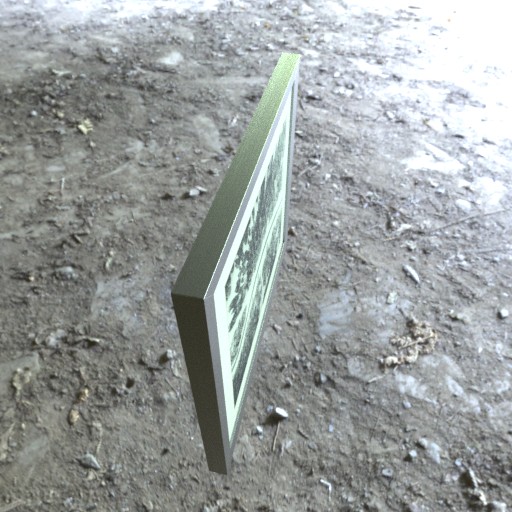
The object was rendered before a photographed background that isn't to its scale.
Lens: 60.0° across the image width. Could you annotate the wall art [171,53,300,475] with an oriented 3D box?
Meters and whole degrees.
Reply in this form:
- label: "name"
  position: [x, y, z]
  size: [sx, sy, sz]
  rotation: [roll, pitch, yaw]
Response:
- label: "wall art"
  position: [0.000, 0.000, 0.748]
  size: [0.032, 0.456, 0.557]
  rotation: [9, 46, 9]
